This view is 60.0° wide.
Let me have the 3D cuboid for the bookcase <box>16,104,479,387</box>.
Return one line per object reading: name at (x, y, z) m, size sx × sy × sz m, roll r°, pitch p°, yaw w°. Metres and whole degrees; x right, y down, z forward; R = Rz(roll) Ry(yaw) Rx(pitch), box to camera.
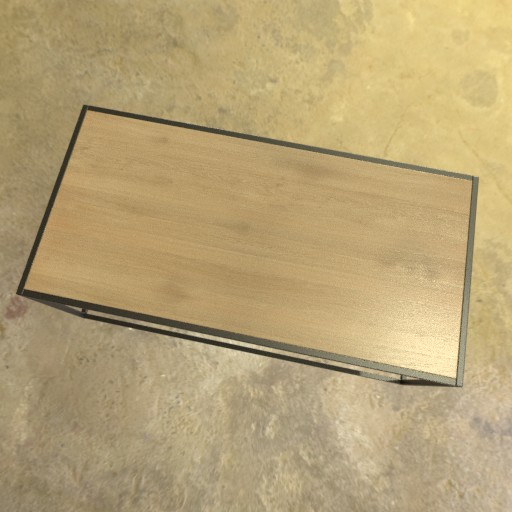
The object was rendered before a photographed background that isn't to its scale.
bookcase at (0.000, 0.000, 1.224) m, size 1.000 × 0.400 × 0.500 m, roll 11°, pitch 75°, yaw 3°
